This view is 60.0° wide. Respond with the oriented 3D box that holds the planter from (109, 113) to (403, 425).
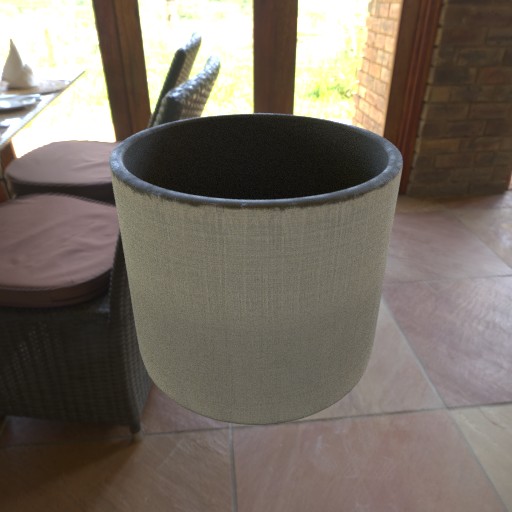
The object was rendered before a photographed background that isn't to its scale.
[{"bbox_3d":[0.000,0.000,0.398,0.226,0.201,0.226,0,31,0],"label":"planter"}]
